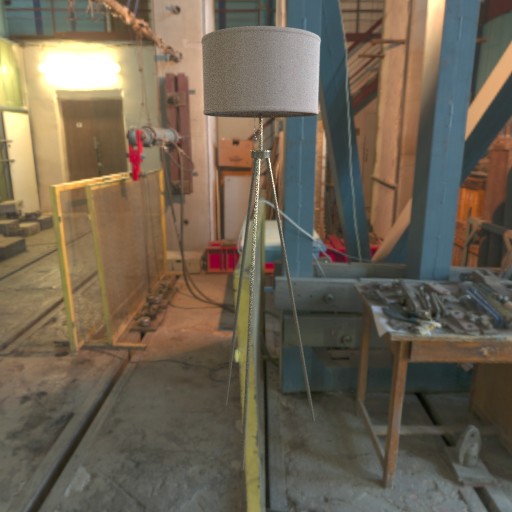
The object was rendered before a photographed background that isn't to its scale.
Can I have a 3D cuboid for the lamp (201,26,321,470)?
[{"bbox_3d":[0.000,0.000,1.741,0.449,1.545,0.460,-14,20,-43],"label":"lamp"}]
